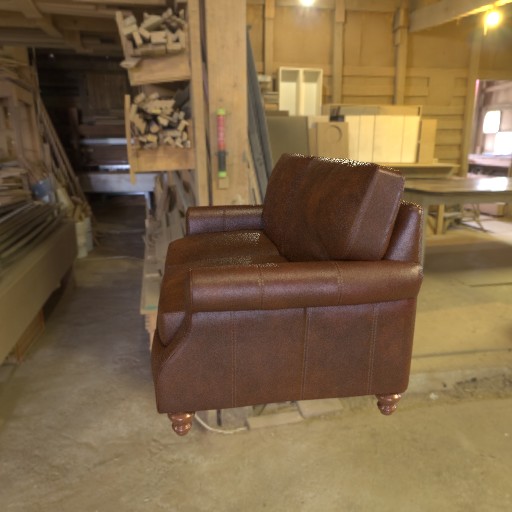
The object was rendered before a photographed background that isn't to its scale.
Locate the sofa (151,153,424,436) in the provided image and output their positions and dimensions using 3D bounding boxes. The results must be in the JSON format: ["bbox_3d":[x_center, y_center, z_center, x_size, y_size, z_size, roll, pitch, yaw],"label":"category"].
[{"bbox_3d":[0.000,0.000,2.221,0.990,0.976,1.616,-2,15,-8],"label":"sofa"}]
